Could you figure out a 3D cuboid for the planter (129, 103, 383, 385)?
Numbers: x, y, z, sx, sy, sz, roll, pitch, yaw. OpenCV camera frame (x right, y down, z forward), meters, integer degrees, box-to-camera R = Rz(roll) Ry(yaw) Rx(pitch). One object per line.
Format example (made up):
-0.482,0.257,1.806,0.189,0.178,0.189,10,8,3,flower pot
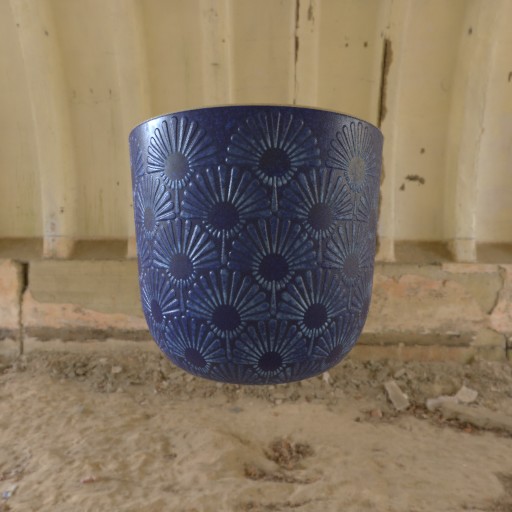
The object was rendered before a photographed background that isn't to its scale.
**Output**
0.000,0.000,0.374,0.206,0.190,0.206,0,0,0,planter
